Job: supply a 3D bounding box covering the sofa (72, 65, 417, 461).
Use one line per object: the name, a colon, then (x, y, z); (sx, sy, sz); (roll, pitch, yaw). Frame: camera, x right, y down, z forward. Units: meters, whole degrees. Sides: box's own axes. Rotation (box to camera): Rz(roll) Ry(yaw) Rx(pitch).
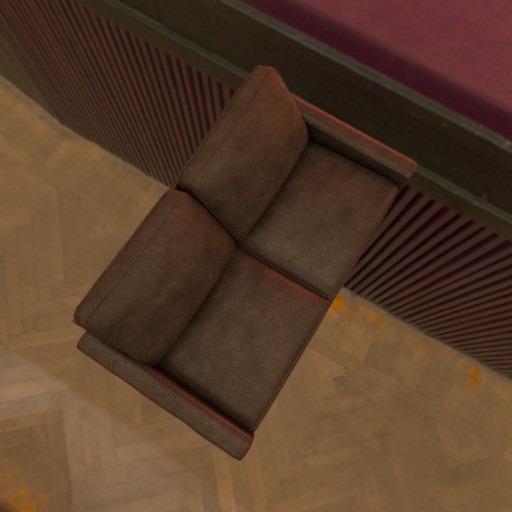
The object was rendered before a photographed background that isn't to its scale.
sofa: (0.000, 0.000, 2.302); (0.939, 0.916, 1.732); (32, 78, 8)
